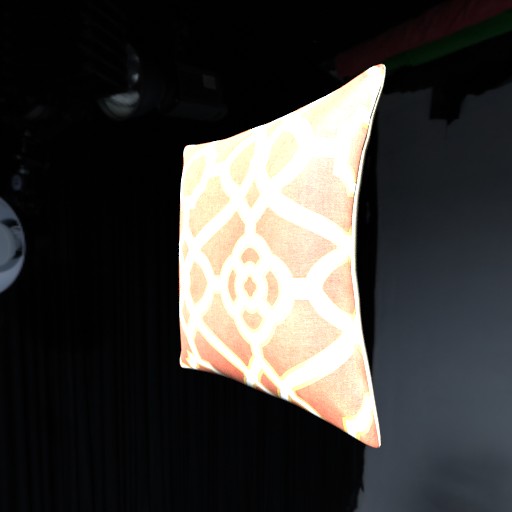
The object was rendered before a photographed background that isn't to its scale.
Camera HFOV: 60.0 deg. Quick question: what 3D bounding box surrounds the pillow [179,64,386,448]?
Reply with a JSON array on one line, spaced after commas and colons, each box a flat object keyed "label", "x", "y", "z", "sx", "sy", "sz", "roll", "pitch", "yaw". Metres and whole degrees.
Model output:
[{"label": "pillow", "x": 0.000, "y": 0.000, "z": 0.803, "sx": 0.166, "sy": 0.508, "sz": 0.552, "roll": 0, "pitch": 0, "yaw": -37}]
